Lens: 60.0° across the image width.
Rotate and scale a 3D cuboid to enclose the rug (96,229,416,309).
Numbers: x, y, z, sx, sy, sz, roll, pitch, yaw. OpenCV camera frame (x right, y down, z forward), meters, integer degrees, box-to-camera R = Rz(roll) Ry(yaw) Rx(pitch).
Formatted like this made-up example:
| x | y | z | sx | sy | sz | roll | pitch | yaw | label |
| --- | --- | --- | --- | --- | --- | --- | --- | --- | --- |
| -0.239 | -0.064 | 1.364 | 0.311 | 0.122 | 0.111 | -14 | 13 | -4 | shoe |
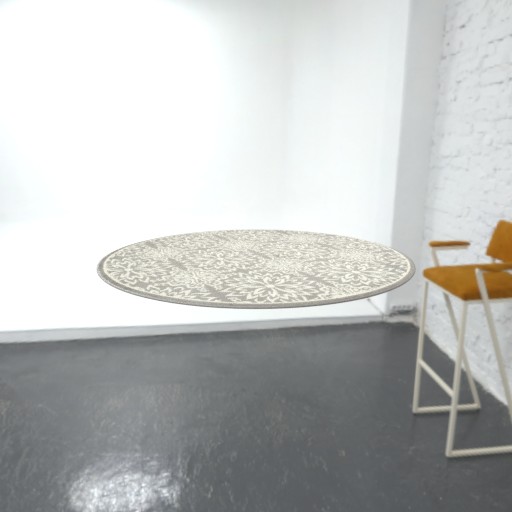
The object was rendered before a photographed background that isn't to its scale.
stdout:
| x | y | z | sx | sy | sz | roll | pitch | yaw | label |
| --- | --- | --- | --- | --- | --- | --- | --- | --- | --- |
| 0.000 | 0.000 | 2.343 | 1.593 | 0.012 | 1.593 | 0 | 13 | 0 | rug |
